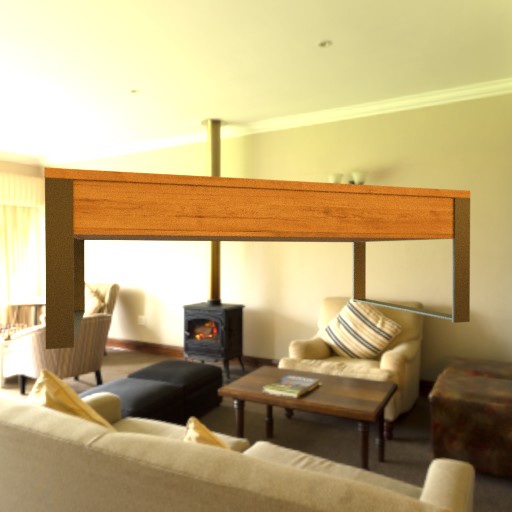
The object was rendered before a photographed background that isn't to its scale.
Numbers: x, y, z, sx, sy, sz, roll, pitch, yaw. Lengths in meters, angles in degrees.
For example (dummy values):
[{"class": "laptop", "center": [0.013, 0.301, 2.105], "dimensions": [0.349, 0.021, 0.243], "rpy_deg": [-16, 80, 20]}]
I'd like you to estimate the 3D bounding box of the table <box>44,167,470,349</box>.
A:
[{"class": "table", "center": [0.000, 0.000, 1.442], "dimensions": [1.180, 0.400, 0.590], "rpy_deg": [0, 1, -19]}]
